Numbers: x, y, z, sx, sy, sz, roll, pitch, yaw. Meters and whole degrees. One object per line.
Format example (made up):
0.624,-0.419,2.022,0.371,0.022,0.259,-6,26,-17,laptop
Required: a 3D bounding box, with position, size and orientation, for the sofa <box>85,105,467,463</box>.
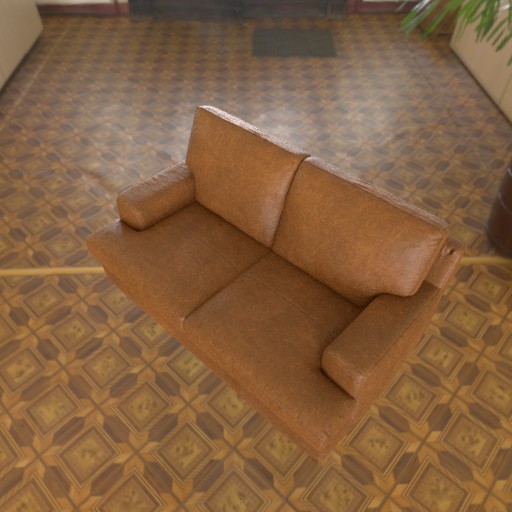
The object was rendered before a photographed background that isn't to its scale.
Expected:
0.000,0.000,2.517,1.880,0.966,1.144,34,56,27,sofa
